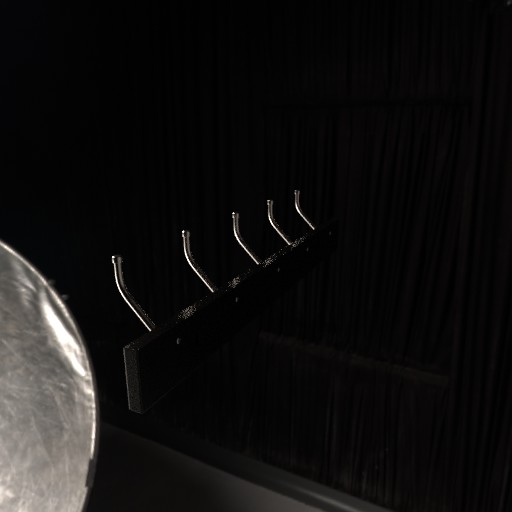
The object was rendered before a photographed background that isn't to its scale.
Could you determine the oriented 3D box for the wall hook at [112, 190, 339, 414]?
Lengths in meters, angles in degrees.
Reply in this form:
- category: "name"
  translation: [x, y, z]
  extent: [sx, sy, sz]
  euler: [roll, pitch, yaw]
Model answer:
- category: "wall hook"
  translation: [0.000, 0.000, 0.618]
  extent: [0.071, 0.117, 0.571]
  euler: [8, 19, 25]
